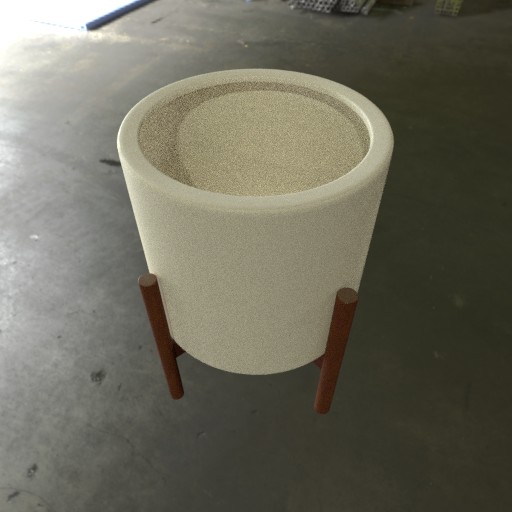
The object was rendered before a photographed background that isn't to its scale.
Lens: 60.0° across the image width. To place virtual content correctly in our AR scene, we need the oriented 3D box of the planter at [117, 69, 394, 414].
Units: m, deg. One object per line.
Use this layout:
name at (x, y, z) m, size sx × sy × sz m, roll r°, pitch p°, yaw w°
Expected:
planter at (0.000, 0.000, 0.890) m, size 0.420 × 0.581 × 0.421 m, roll 6°, pitch 46°, yaw 6°
